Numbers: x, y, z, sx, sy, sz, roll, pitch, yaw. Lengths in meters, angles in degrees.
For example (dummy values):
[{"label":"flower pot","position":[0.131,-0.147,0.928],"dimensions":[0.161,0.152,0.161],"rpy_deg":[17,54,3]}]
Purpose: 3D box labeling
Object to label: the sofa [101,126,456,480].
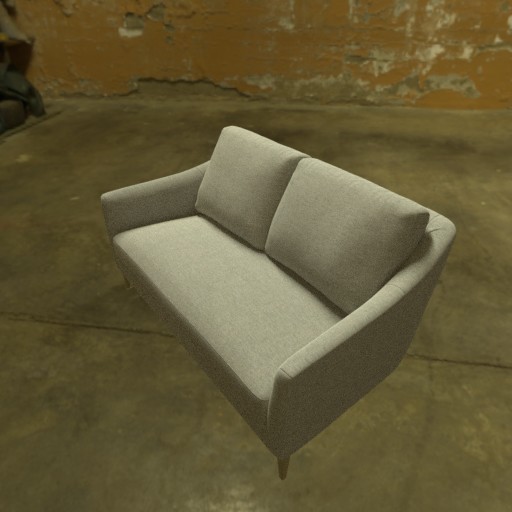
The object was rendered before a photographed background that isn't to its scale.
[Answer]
[{"label":"sofa","position":[0.000,0.000,2.152],"dimensions":[0.960,0.904,1.619],"rpy_deg":[-21,38,-30]}]
